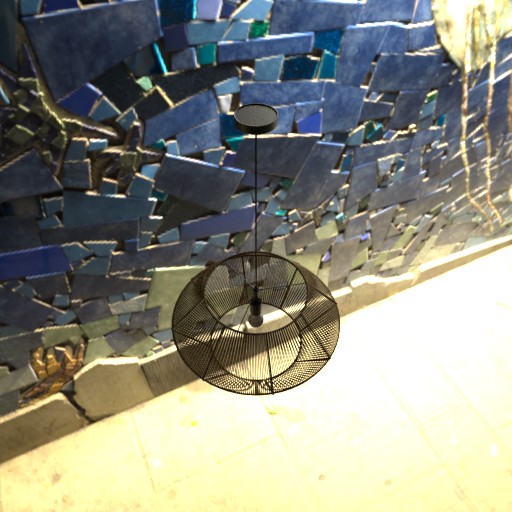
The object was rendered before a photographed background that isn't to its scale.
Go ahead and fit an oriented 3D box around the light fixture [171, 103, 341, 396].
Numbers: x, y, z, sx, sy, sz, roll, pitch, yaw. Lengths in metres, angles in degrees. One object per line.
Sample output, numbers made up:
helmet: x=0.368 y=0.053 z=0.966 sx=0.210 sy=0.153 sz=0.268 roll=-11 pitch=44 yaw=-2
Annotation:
light fixture: x=0.000 y=0.000 z=1.438 sx=0.643 sy=1.009 sz=0.643 roll=0 pitch=47 yaw=0
